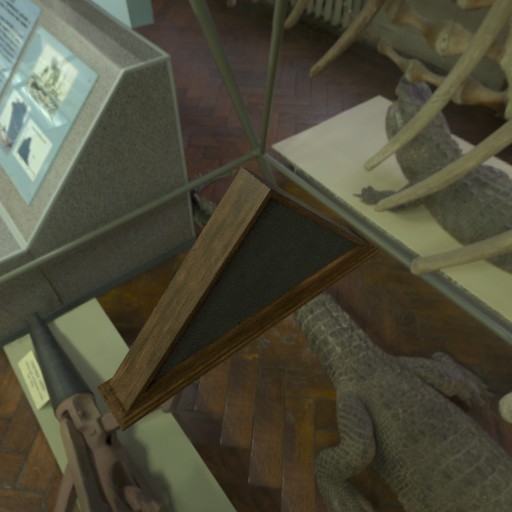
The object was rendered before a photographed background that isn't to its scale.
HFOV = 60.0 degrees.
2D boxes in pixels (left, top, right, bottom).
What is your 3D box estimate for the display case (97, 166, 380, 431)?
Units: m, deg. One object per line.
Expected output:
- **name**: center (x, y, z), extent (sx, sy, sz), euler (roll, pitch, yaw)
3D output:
- **display case**: center (0.000, 0.000, 0.763), extent (0.640, 0.340, 0.095), euler (-31, 55, -25)
